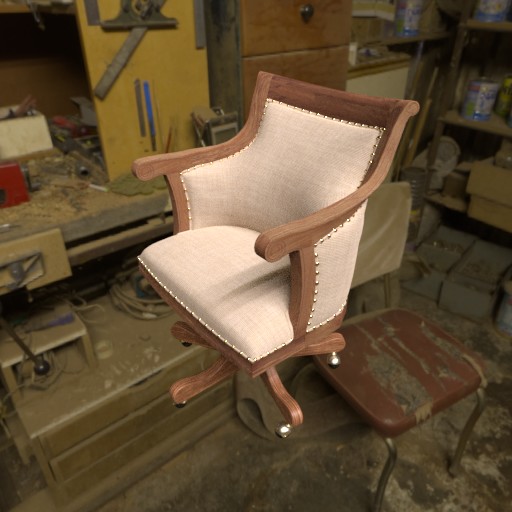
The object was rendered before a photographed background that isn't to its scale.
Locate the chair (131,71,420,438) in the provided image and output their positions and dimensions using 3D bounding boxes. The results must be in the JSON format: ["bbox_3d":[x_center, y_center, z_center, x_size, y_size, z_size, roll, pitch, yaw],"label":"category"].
[{"bbox_3d":[0.000,0.000,1.388,0.689,0.965,0.656,-22,37,-32],"label":"chair"}]
